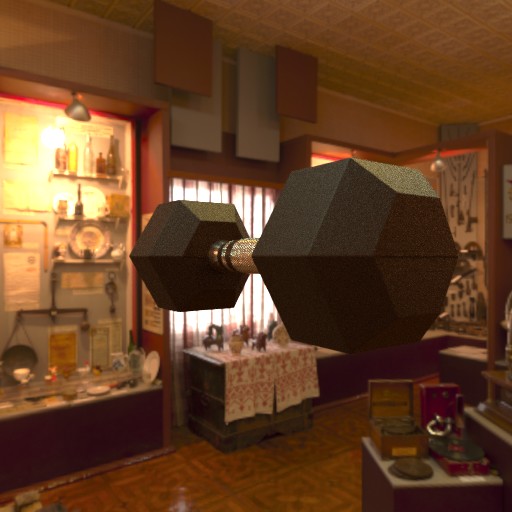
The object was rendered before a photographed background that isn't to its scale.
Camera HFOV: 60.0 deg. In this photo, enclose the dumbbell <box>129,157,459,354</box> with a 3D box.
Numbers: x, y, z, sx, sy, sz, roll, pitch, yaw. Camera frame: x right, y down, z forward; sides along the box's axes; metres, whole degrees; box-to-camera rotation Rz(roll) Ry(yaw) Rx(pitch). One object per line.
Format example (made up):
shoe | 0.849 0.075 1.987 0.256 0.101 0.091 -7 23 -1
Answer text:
dumbbell | 0.000 0.000 0.421 0.141 0.123 0.356 0 0 -35
